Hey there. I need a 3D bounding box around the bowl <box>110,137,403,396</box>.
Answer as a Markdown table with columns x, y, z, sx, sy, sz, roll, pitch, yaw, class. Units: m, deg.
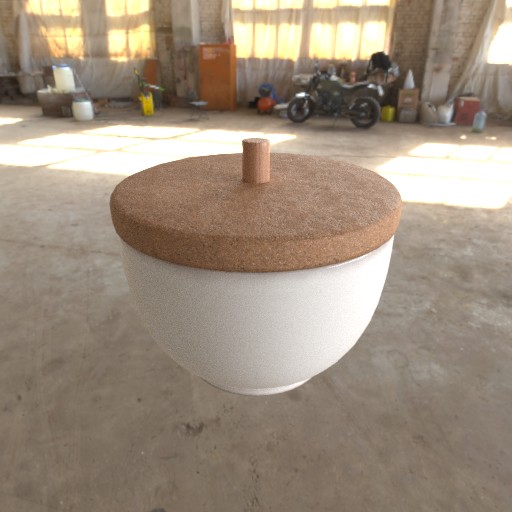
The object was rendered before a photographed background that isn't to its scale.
| x | y | z | sx | sy | sz | roll | pitch | yaw | class |
| --- | --- | --- | --- | --- | --- | --- | --- | --- | --- |
| 0.000 | 0.000 | 0.214 | 0.126 | 0.110 | 0.126 | 0 | 26 | 0 | bowl |
